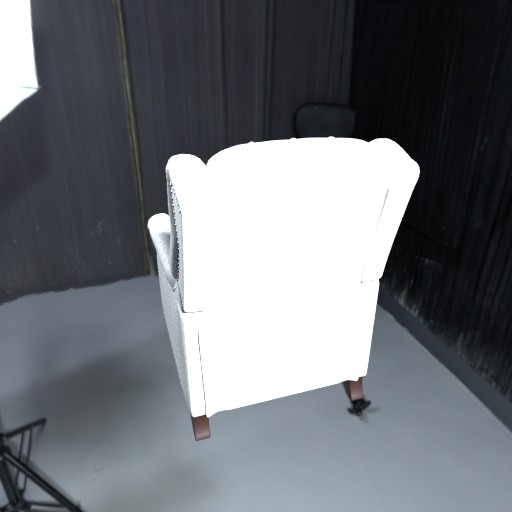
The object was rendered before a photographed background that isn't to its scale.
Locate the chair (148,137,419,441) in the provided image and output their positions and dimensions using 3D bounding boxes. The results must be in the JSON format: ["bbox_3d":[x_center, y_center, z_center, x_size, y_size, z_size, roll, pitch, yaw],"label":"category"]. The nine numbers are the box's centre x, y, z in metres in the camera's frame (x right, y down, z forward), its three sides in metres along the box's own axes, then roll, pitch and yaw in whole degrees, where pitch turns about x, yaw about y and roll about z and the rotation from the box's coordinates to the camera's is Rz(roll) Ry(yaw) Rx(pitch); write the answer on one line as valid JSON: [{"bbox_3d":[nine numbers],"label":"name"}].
[{"bbox_3d":[0.000,0.000,1.700,0.742,1.035,0.902,-8,29,-16],"label":"chair"}]
